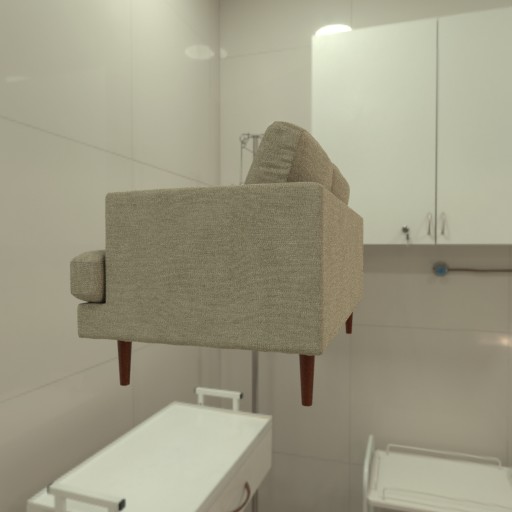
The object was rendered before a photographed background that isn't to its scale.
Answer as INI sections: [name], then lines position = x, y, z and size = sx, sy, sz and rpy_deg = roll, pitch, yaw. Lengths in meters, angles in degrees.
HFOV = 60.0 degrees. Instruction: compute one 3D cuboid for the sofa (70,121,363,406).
[sofa]
position = 0.000, 0.000, 2.154
size = 0.903, 0.944, 1.582
rpy_deg = 0, 1, 18
